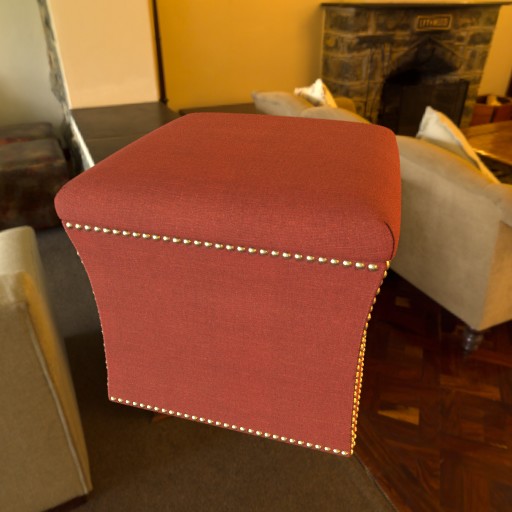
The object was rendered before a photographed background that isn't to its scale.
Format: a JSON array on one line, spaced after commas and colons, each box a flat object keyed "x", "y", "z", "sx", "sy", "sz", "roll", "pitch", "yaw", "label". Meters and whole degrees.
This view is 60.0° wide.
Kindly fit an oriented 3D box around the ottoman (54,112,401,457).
[{"x": 0.000, "y": 0.000, "z": 0.881, "sx": 0.497, "sy": 0.475, "sz": 0.507, "roll": 8, "pitch": 31, "yaw": 13, "label": "ottoman"}]
